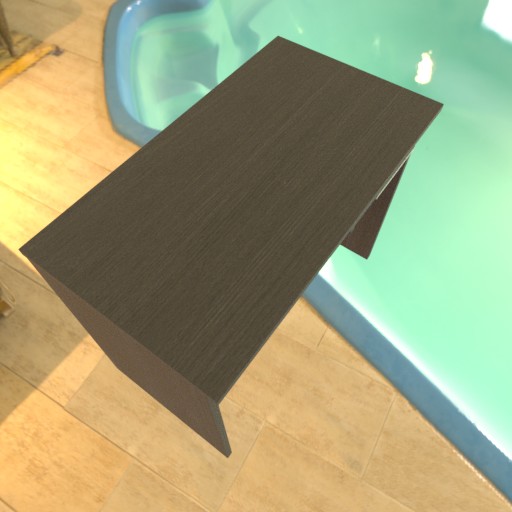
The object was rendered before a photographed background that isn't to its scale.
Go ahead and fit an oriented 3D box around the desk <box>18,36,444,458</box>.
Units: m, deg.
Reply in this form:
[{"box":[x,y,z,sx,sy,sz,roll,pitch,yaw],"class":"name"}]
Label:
[{"box":[0.000,0.000,1.284,0.498,0.724,0.893,32,63,18],"class":"desk"}]
